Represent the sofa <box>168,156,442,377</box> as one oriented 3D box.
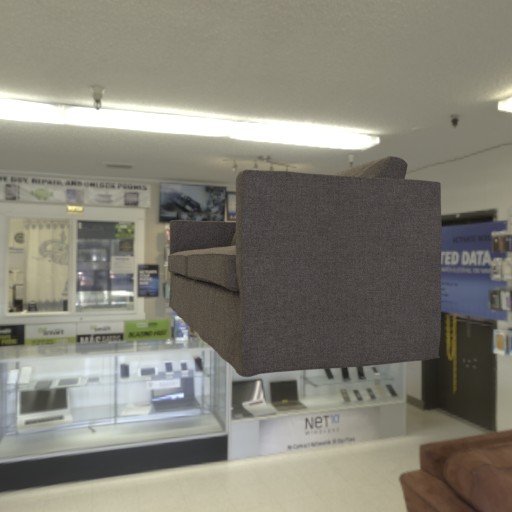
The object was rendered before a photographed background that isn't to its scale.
[{"bbox_3d":[0.000,0.000,3.264,1.036,0.998,2.779,0,0,-17],"label":"sofa"}]
